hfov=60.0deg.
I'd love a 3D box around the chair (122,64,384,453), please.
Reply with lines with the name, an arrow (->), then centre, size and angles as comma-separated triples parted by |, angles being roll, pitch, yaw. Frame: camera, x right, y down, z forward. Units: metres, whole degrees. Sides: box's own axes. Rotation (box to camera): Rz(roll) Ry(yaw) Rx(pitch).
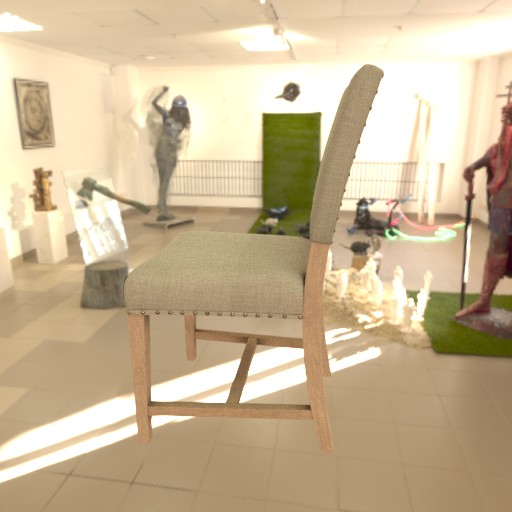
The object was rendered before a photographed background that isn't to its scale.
chair -> 0.000, 0.000, 1.307 | 0.622, 0.986, 0.508 | 2, 17, 8
